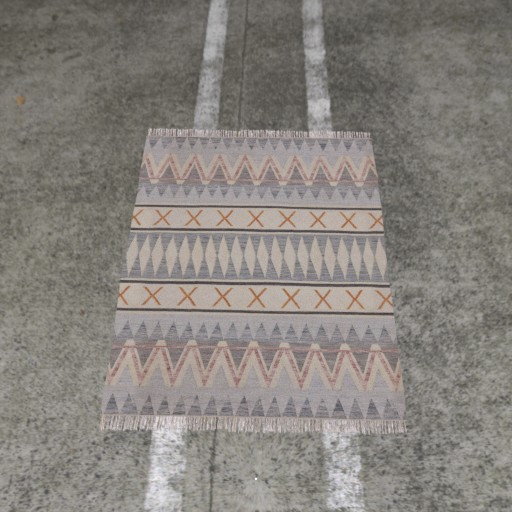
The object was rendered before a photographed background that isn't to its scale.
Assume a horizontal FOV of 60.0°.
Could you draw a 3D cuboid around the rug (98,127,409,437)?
[{"bbox_3d":[0.000,0.000,3.994,2.371,0.012,3.000,1,63,0],"label":"rug"}]
